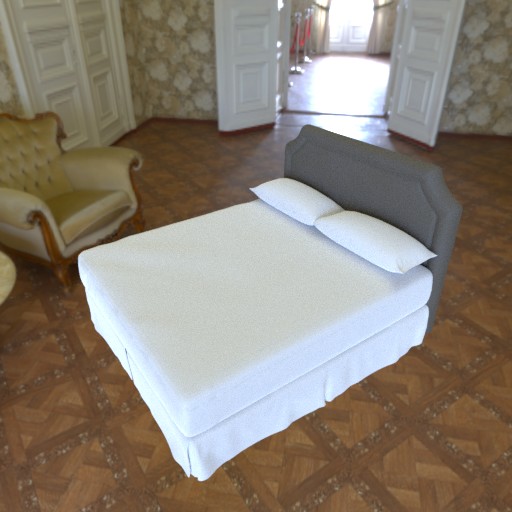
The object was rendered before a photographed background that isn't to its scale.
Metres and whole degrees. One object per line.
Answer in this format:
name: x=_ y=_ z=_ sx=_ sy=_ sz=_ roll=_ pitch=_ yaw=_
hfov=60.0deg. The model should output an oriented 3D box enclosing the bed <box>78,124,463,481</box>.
bed: x=0.000 y=0.000 z=3.829 sx=2.536 sy=1.561 sz=2.194 roll=-20 pitch=37 yaw=-30
